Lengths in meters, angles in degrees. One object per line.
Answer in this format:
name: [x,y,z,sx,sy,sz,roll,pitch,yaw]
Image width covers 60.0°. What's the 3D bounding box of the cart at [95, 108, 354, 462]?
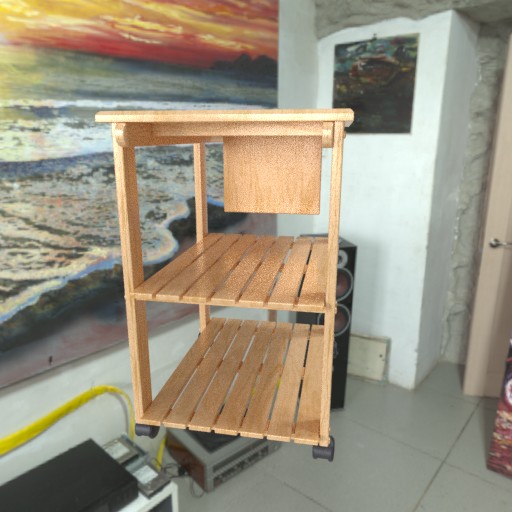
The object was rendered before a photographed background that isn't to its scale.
cart: [0.000,0.000,1.350,0.520,0.816,0.843,3,15,10]
